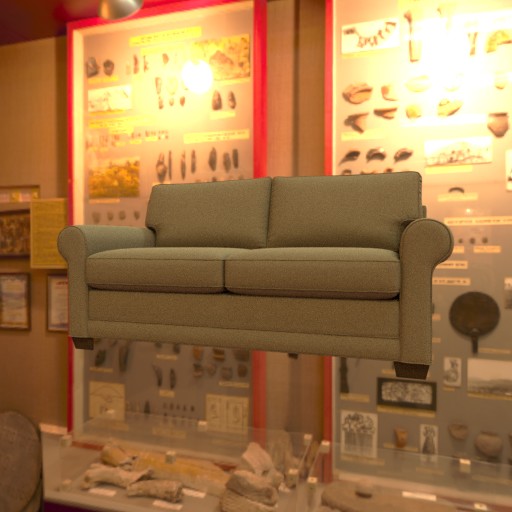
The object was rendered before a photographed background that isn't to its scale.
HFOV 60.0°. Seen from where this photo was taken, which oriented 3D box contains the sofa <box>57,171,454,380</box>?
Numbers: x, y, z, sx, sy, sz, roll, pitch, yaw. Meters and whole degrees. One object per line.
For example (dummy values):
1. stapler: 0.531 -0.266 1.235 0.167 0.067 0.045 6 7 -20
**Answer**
1. sofa: 0.000 0.000 2.396 1.930 0.952 0.940 0 1 19
